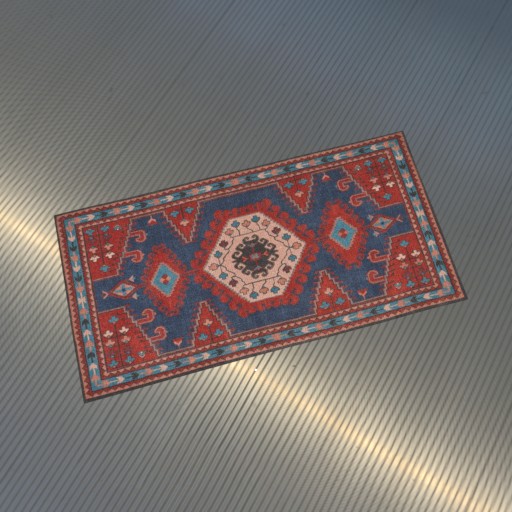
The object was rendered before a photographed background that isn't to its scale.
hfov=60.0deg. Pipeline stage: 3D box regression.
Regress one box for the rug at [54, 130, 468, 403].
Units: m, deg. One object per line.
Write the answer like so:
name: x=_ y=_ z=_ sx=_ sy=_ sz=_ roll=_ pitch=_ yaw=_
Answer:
rug: x=0.000 y=0.000 z=3.544 sx=3.032 sy=0.034 sz=1.522 roll=-14 pitch=76 yaw=-4
